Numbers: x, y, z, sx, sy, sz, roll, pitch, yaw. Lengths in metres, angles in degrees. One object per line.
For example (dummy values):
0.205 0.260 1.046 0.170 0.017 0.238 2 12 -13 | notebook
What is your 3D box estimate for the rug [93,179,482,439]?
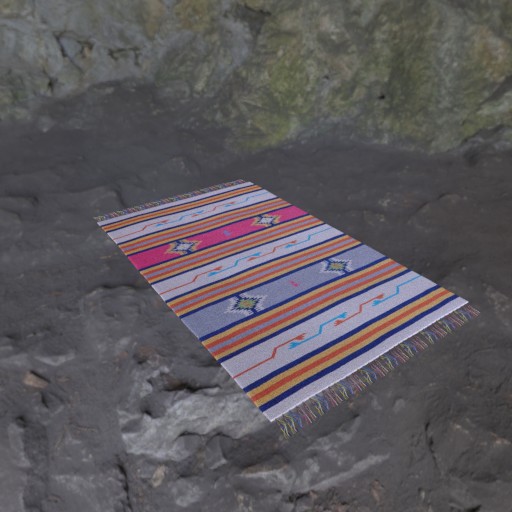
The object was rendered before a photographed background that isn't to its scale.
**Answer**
0.000 0.000 2.256 1.084 0.013 1.849 -20 37 -29 | rug
